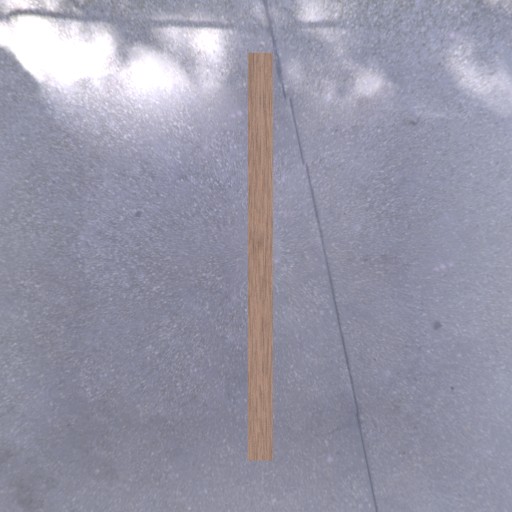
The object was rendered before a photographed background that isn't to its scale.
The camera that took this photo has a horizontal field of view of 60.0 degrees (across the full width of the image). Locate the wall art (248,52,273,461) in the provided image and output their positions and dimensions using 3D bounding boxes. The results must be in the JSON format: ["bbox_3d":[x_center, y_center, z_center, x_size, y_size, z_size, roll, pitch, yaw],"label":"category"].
[{"bbox_3d":[0.000,0.000,0.797,0.028,0.609,0.456,0,90,-1],"label":"wall art"}]
